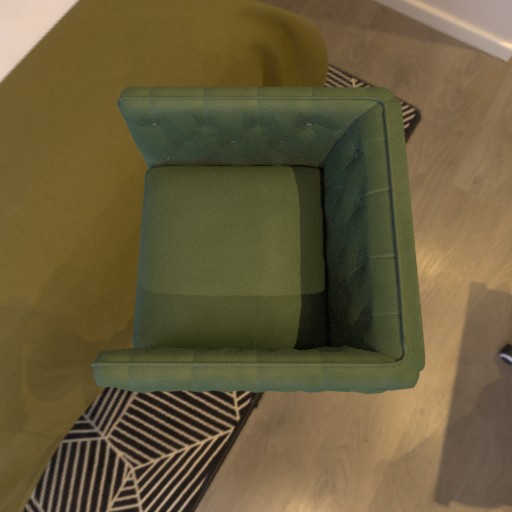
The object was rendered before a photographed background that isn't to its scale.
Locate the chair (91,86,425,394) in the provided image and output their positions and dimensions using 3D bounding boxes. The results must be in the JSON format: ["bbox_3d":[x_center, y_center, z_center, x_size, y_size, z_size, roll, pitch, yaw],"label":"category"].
[{"bbox_3d":[0.000,0.000,1.565,0.855,0.768,0.917,0,75,0],"label":"chair"}]
